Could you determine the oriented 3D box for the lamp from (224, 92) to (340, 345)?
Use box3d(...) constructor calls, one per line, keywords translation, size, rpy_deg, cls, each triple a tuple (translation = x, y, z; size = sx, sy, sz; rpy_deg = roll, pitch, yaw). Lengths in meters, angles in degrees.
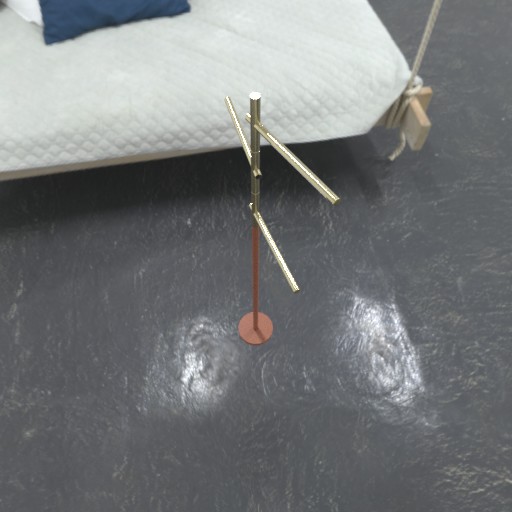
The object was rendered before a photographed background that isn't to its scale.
box3d(translation=(0.000, 0.000, 1.972), size=(0.209, 1.704, 0.737), rpy_deg=(-26, 62, -15), cls="lamp")
